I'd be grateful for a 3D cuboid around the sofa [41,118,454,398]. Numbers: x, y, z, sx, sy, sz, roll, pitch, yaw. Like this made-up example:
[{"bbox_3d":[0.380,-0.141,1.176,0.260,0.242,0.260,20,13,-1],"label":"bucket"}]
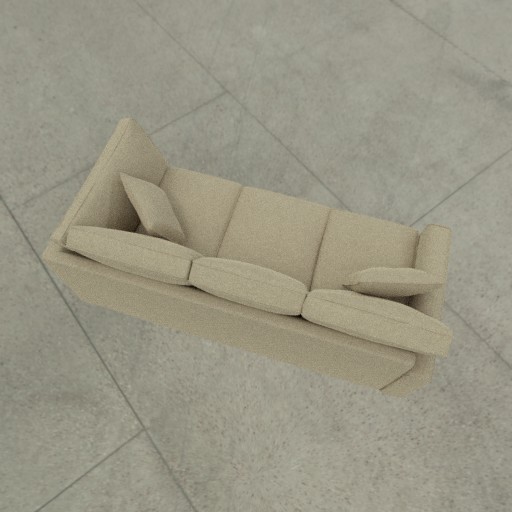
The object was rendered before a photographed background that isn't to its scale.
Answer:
[{"bbox_3d":[0.000,0.000,2.885,2.317,0.962,1.061,15,64,7],"label":"sofa"}]
